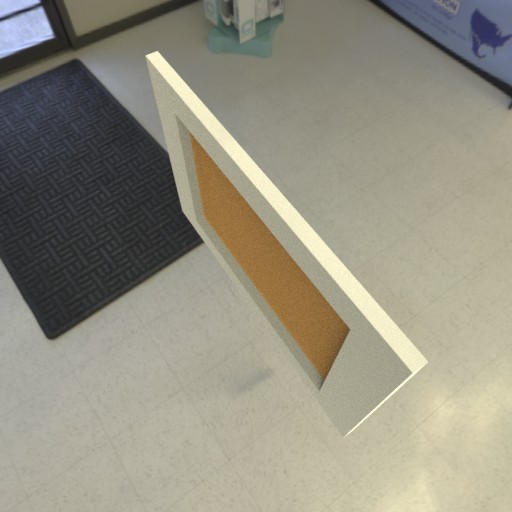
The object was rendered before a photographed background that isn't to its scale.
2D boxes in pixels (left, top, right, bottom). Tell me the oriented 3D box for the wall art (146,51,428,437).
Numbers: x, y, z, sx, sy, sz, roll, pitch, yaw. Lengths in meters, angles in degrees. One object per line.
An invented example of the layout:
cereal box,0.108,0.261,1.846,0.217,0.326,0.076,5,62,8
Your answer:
wall art,0.000,0.000,1.128,0.033,0.617,0.906,-30,64,-16
